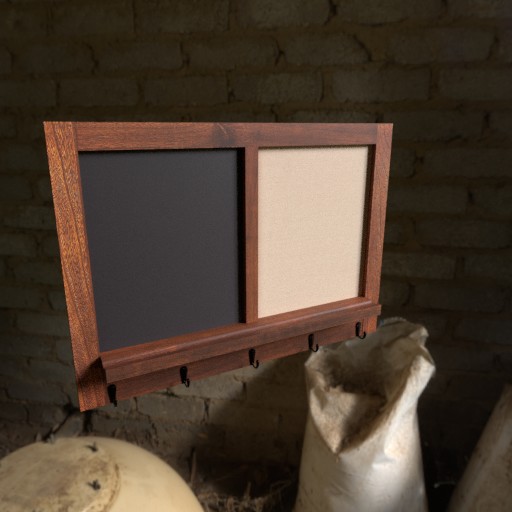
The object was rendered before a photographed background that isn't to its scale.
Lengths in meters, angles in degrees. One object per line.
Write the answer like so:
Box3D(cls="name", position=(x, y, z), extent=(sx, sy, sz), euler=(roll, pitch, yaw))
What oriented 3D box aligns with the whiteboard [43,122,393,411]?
Box3D(cls="whiteboard", position=(0.000, 0.000, 0.960), extent=(0.768, 0.553, 0.083), euler=(-8, 18, -27))
